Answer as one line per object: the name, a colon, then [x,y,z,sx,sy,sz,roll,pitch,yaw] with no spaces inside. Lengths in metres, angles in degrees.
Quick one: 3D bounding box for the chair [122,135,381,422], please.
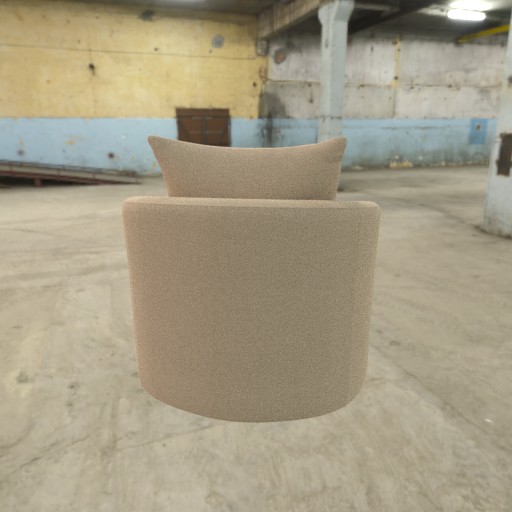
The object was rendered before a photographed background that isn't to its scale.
chair: [0.000,0.000,1.620,0.845,0.848,0.910,3,15,9]
